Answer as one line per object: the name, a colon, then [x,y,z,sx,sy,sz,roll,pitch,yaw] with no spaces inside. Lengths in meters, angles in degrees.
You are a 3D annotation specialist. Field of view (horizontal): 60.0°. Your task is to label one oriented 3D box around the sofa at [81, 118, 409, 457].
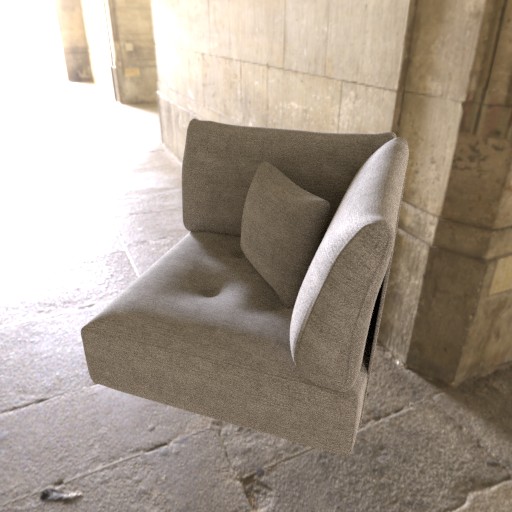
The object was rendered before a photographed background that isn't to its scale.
sofa: [0.000,0.000,1.718,1.000,0.820,1.000,9,30,17]
